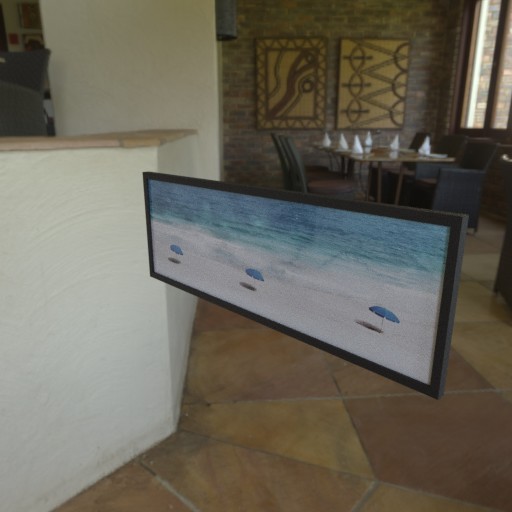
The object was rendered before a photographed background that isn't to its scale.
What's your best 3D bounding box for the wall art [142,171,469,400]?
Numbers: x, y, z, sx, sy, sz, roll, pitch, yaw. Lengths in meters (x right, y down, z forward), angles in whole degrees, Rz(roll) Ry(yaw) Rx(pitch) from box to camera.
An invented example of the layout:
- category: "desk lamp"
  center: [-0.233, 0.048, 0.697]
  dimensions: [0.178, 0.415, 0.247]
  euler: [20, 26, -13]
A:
- category: "wall art"
  center: [0.000, 0.000, 1.783]
  dimensions: [1.572, 0.554, 0.041]
  euler: [16, 23, 43]
